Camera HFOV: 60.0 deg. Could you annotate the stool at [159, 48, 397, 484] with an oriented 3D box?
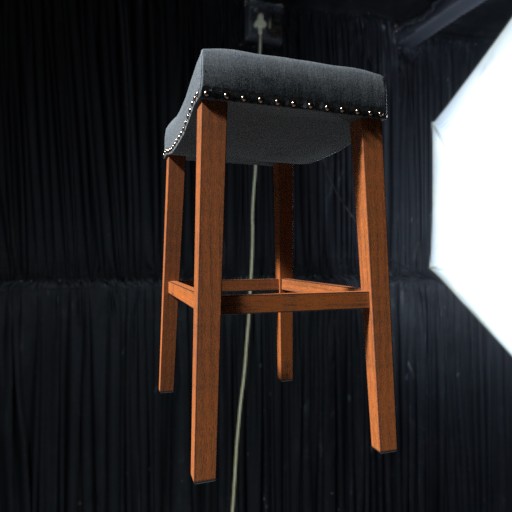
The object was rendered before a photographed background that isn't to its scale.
[{"bbox_3d":[0.000,0.000,0.850,0.320,0.612,0.439,0,0,-18],"label":"stool"}]
